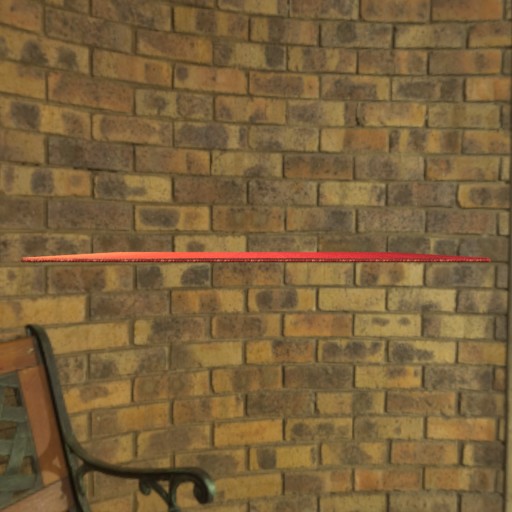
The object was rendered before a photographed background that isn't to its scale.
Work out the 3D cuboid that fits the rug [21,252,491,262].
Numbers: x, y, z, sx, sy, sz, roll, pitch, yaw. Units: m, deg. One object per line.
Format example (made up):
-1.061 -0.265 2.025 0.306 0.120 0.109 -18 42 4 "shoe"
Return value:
0.000 0.000 2.320 1.835 0.018 1.230 0 2 0 "rug"
